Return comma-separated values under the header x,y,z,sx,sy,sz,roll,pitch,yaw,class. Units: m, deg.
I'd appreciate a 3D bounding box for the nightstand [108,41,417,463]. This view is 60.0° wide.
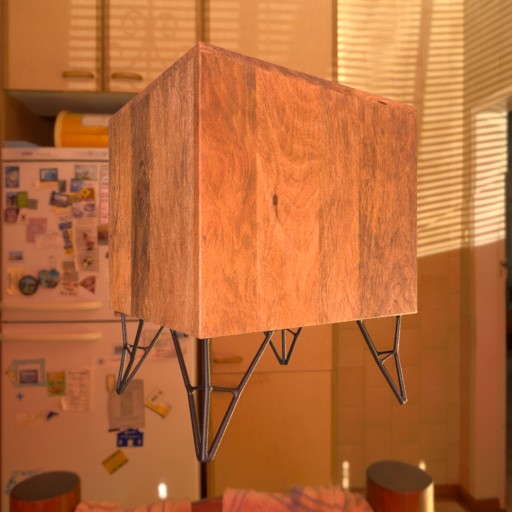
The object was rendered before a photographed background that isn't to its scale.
x,y,z,sx,sy,sz,roll,pitch,yaw,class
0.000,0.000,0.869,0.457,0.559,0.406,0,0,-35,nightstand
